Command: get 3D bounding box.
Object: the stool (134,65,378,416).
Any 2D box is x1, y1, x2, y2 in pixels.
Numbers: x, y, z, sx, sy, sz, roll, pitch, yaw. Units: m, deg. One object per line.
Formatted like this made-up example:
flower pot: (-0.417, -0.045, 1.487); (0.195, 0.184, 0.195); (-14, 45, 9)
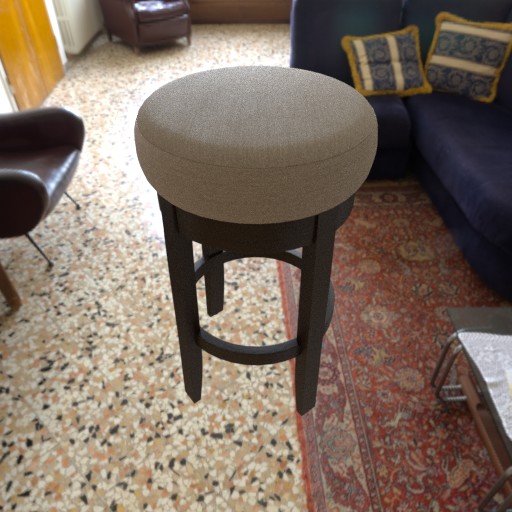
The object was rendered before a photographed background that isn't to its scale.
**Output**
stool: (0.000, 0.000, 1.025); (0.443, 0.757, 0.443); (0, 41, 0)
